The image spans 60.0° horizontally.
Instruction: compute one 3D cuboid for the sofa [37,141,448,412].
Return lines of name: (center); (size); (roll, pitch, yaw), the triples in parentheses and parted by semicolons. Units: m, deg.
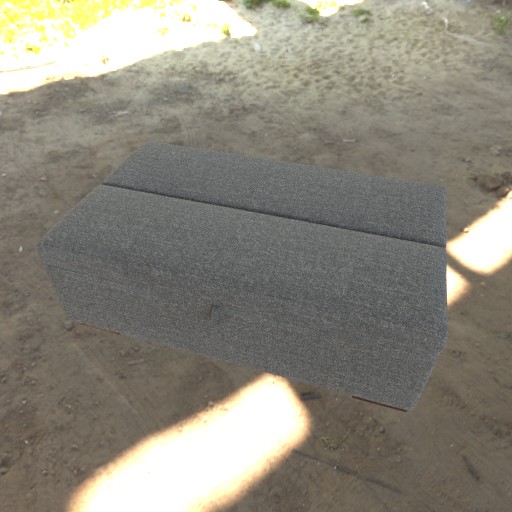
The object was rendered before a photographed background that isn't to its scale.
sofa: (0.000, 0.000, 1.593); (1.198, 0.417, 0.782); (12, 42, 13)
